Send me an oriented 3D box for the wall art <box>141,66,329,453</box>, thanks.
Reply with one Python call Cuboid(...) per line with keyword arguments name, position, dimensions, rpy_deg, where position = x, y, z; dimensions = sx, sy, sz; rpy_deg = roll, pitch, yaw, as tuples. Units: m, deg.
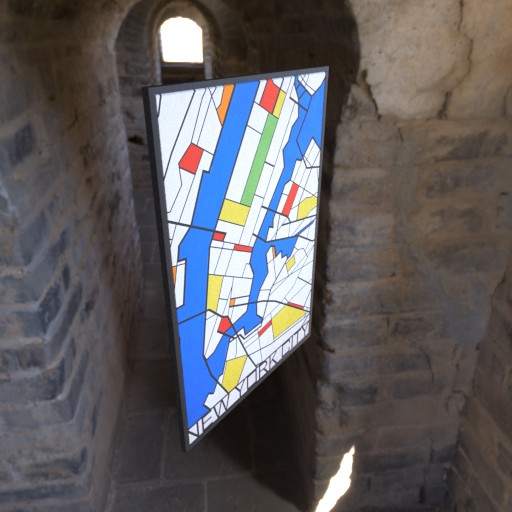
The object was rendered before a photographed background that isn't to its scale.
Cuboid(name="wall art", position=(0.000, 0.000, 0.867), dimensions=(0.013, 0.660, 0.460), rpy_deg=(19, 33, 33))
